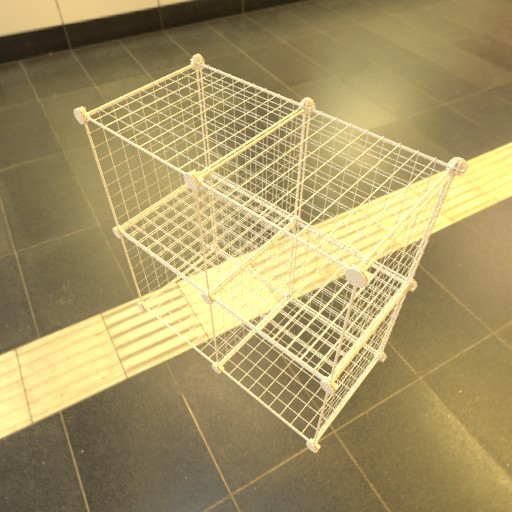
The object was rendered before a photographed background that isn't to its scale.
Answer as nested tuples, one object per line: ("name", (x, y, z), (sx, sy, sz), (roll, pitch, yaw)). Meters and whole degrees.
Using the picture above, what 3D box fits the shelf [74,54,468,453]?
("shelf", (0.000, 0.000, 1.124), (0.711, 0.711, 0.356), (32, 55, 26))
